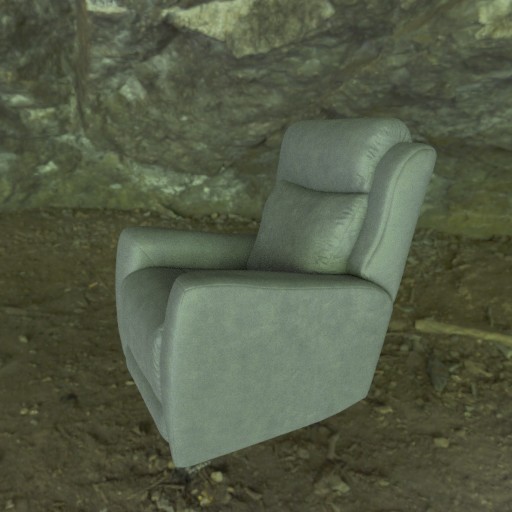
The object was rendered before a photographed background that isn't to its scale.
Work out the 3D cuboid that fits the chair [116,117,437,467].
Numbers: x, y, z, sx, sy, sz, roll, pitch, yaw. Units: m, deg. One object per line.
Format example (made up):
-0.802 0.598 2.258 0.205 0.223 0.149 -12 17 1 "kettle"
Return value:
0.000 0.000 1.871 1.068 1.116 0.967 -8 17 -25 "chair"
